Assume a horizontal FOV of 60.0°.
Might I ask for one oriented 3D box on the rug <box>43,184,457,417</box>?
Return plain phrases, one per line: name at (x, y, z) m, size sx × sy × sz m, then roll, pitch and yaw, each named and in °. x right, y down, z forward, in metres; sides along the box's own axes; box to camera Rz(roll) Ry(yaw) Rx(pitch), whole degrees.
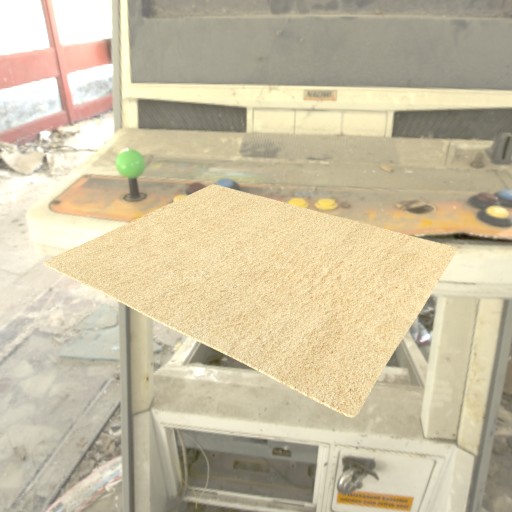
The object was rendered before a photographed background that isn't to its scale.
rug at (0.000, 0.000, 4.076) m, size 3.001 × 0.025 × 2.401 m, roll 19°, pitch 35°, yaw 30°
